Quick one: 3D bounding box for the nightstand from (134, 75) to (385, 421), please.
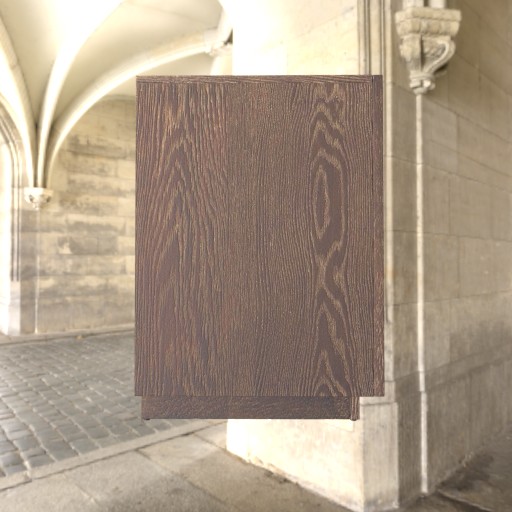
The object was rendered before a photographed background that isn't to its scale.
[{"bbox_3d":[0.000,0.000,1.147,0.457,0.612,0.775,0,-1,1],"label":"nightstand"}]
